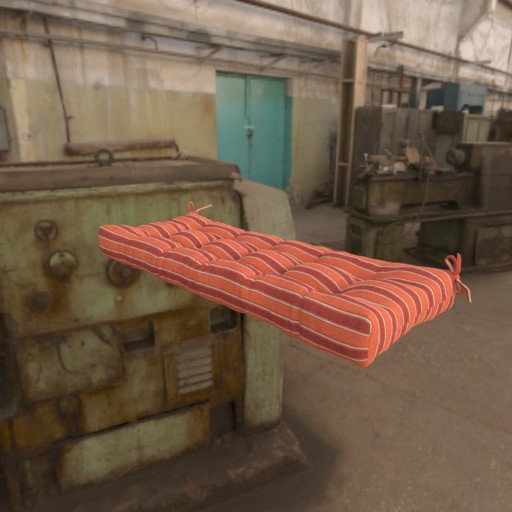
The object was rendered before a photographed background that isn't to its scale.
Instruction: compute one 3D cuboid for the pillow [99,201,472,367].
[{"bbox_3d":[0.000,0.000,1.391,0.511,0.174,1.194,-16,23,-43],"label":"pillow"}]
